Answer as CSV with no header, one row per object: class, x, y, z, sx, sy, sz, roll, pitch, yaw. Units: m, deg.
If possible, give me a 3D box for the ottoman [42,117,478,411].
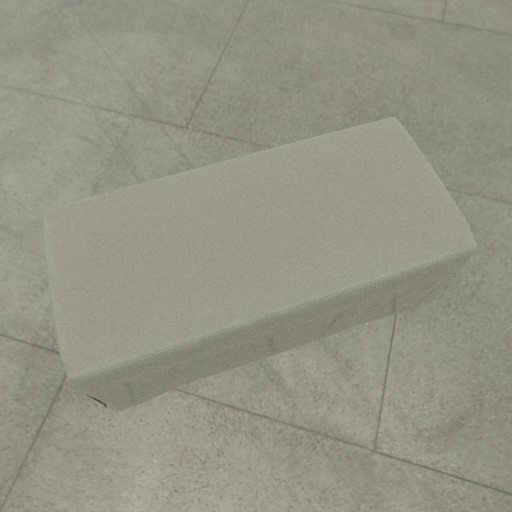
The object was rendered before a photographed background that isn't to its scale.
ottoman,0.000,0.000,1.655,1.388,0.457,0.665,-17,64,-9
